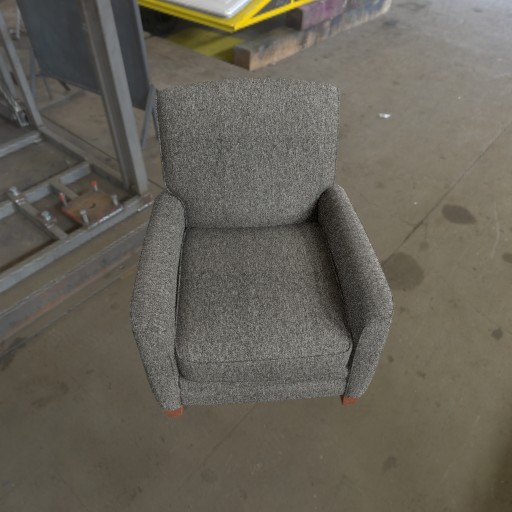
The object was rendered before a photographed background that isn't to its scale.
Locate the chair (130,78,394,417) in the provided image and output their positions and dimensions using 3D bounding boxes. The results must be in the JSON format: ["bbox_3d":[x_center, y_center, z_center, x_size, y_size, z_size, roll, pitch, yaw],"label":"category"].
[{"bbox_3d":[0.000,0.000,1.673,0.848,1.014,0.864,-3,45,-3],"label":"chair"}]
